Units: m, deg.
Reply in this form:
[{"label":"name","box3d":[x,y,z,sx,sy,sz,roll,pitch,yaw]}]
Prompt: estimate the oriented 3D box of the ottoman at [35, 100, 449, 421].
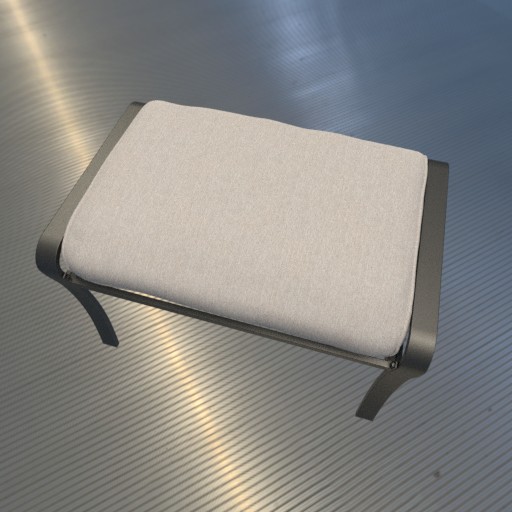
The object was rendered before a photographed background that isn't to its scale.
[{"label":"ottoman","box3d":[0.000,0.000,0.880,0.610,0.422,0.406,14,58,9]}]
